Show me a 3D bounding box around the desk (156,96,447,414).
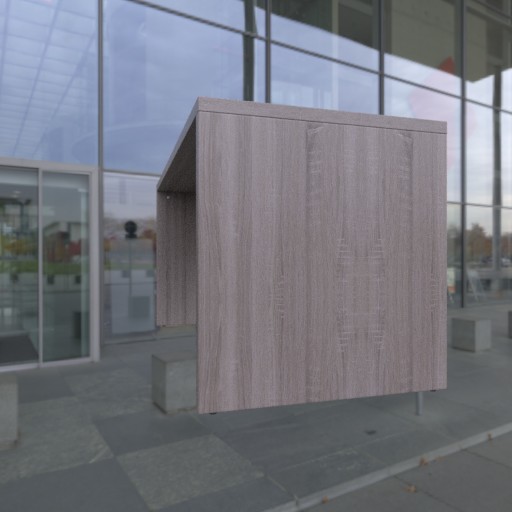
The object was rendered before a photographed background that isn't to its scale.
[{"bbox_3d":[0.000,0.000,1.787,0.690,0.745,1.380,0,0,-17],"label":"desk"}]
